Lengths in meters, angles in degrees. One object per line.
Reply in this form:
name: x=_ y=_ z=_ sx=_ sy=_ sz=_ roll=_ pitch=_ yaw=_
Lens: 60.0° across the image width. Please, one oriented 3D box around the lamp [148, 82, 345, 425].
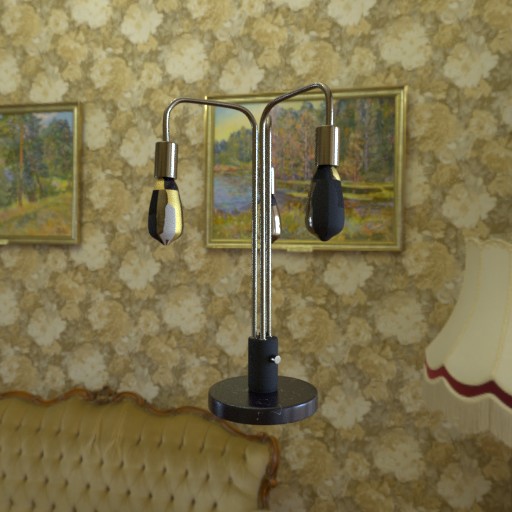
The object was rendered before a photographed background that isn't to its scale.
lamp: x=0.000 y=0.000 z=0.804 sx=0.355 sy=0.560 sz=0.368 roll=0 pitch=1 yaw=-36
